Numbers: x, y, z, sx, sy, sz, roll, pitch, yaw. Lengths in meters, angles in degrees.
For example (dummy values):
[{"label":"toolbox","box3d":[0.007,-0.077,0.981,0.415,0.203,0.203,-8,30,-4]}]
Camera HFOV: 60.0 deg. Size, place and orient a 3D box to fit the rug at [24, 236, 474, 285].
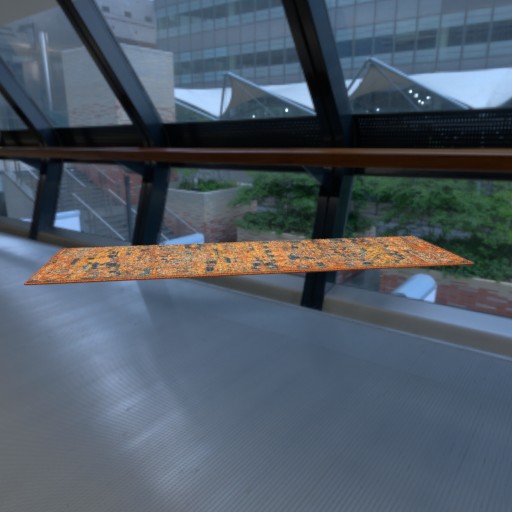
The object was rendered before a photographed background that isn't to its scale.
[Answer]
[{"label":"rug","box3d":[0.000,0.000,2.521,2.274,0.016,0.651,-2,16,-8]}]
